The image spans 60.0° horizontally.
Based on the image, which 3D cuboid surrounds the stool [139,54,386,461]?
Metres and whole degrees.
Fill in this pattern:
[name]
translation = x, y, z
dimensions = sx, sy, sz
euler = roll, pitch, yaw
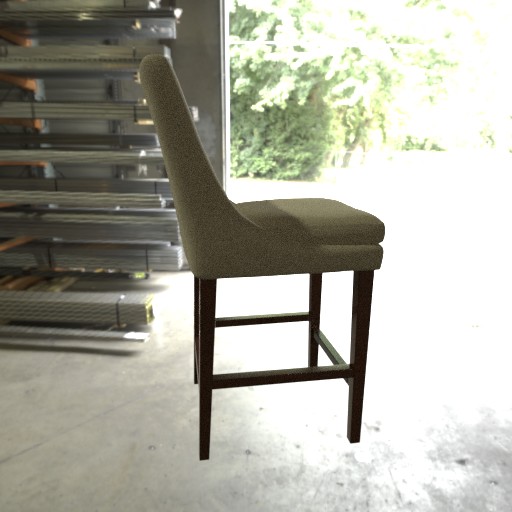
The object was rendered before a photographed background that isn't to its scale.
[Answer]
[stool]
translation = 0.000, 0.000, 1.260
dimensions = 0.577, 0.981, 0.470
euler = -2, 14, -9
